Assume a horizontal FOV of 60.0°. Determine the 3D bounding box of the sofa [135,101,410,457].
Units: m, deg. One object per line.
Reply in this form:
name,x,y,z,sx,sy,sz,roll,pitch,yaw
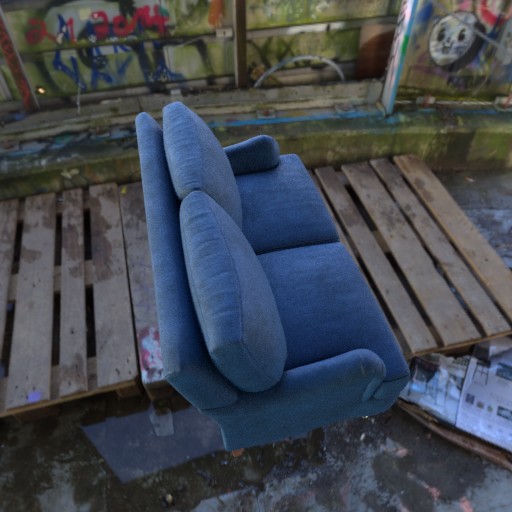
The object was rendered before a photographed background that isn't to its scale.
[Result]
sofa,0.000,0.000,2.523,1.084,1.101,1.853,-10,49,-9
